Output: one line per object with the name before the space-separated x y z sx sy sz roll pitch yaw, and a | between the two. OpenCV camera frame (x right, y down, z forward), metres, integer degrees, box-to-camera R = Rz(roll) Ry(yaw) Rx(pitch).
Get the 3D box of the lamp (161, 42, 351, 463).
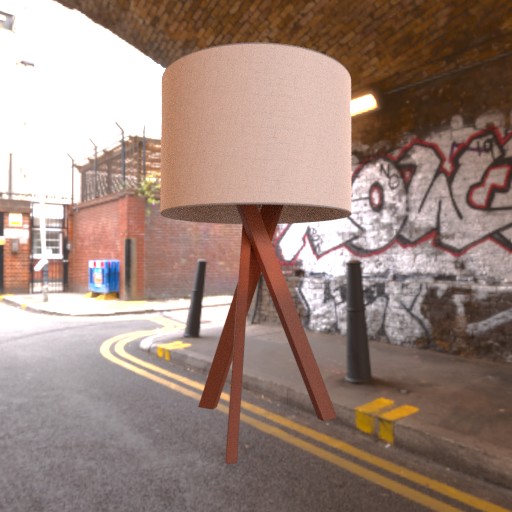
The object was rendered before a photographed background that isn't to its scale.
lamp | 0.000 0.000 0.901 0.380 0.686 0.380 0 -1 0
